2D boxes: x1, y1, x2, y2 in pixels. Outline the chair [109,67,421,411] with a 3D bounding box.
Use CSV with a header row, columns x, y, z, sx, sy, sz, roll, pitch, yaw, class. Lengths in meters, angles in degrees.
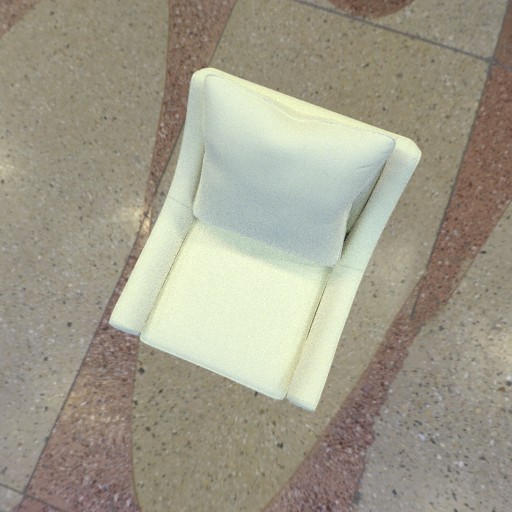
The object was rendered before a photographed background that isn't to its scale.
x,y,z,sx,sy,sz,roll,pitch,yaw,class
0.000,0.000,1.598,0.756,0.965,0.876,22,77,5,chair
